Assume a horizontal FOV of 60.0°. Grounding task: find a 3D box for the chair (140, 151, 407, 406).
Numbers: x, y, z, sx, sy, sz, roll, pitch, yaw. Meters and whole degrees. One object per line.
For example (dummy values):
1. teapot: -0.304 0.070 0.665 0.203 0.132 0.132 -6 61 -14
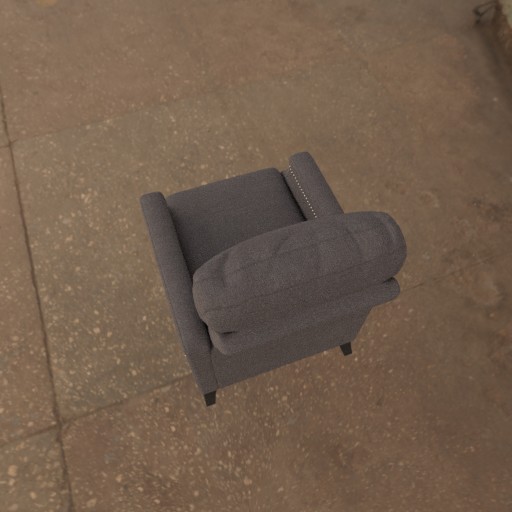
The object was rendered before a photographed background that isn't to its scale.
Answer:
1. chair: 0.000 0.000 1.667 0.710 1.049 0.922 -17 60 -10
